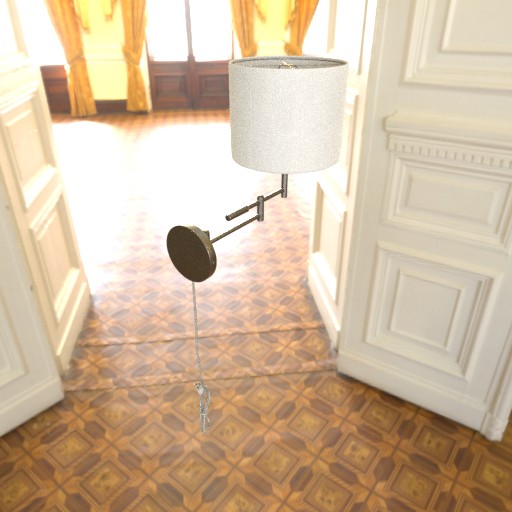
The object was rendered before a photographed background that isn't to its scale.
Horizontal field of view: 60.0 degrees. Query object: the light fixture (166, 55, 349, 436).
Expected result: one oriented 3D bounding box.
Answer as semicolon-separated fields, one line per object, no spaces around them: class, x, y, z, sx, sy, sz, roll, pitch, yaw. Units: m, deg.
light fixture;0.000;0.000;1.064;0.253;0.842;0.479;21;35;32
